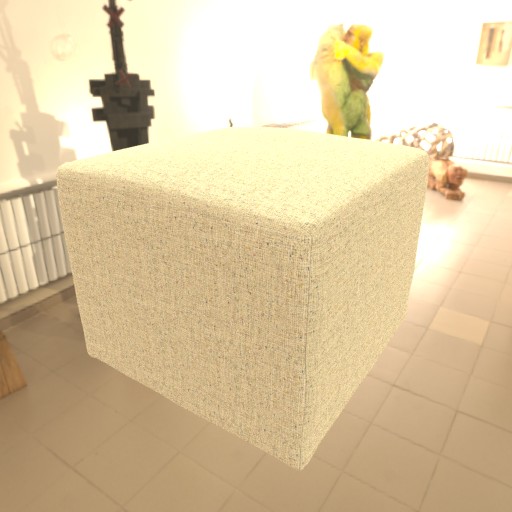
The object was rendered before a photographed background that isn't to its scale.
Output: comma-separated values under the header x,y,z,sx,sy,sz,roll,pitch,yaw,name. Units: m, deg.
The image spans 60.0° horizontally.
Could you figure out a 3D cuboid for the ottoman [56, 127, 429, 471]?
x,y,z,sx,sy,sz,roll,pitch,yaw,name
0.000,0.000,0.893,0.512,0.453,0.521,16,30,31,ottoman
